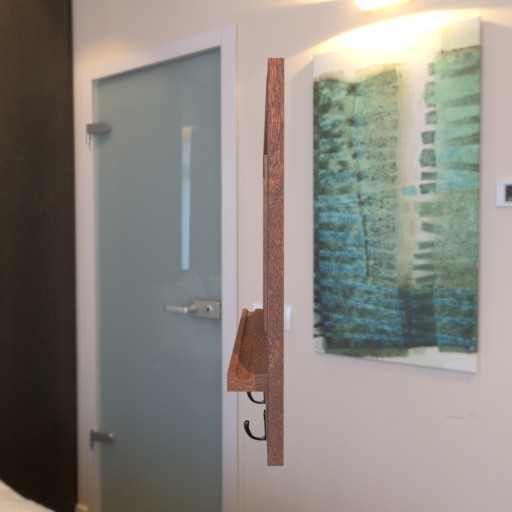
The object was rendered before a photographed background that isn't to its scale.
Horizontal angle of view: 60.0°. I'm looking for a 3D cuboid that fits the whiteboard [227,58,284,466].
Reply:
[{"bbox_3d":[0.000,0.000,0.997,0.083,0.559,0.783,0,2,0],"label":"whiteboard"}]
